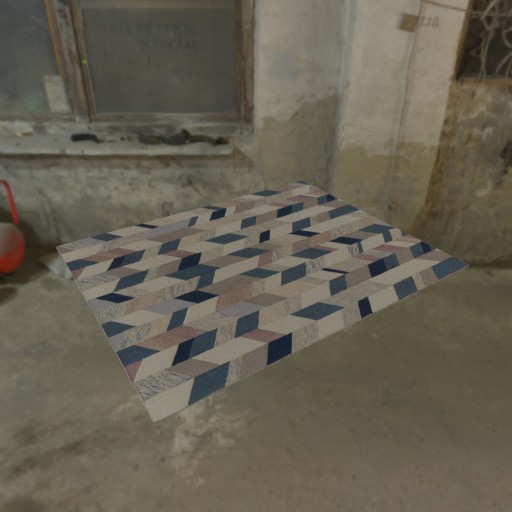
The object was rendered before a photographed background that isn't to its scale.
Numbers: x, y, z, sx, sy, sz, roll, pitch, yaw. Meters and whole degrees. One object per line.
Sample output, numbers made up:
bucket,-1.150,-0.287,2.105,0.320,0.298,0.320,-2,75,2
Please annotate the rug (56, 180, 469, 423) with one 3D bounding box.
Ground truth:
rug,0.000,0.000,4.193,3.072,0.011,2.451,-19,37,-28
